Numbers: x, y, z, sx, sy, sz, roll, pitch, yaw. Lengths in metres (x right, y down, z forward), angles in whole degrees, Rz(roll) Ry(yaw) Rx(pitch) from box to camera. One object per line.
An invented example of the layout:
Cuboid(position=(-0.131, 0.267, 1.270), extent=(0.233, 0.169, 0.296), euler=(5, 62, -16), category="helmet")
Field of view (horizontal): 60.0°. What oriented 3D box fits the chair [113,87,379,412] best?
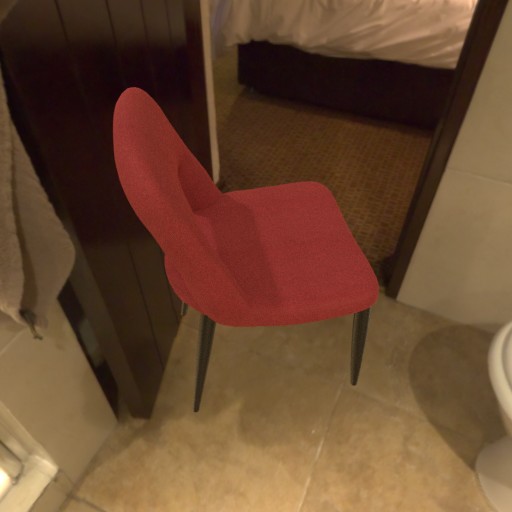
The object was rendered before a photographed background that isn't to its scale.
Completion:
Cuboid(position=(0.000, 0.000, 1.199), extent=(0.569, 0.892, 0.483), euler=(-9, 47, -8), category="chair")
